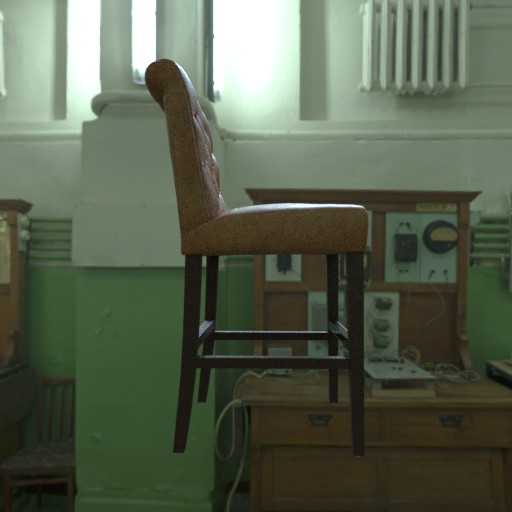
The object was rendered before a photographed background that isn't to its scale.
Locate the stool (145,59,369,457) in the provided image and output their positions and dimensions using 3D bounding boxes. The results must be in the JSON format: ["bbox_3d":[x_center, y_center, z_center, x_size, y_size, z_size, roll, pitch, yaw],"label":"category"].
[{"bbox_3d":[0.000,0.000,1.382,0.601,1.047,0.493,0,-1,1],"label":"stool"}]
